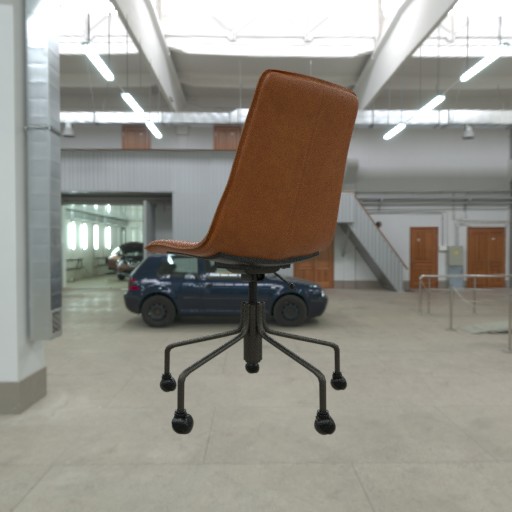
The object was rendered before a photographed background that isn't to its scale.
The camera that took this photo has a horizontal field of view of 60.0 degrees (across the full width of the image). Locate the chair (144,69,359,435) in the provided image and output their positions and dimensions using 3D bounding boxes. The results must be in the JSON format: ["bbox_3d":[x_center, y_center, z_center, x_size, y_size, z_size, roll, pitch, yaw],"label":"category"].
[{"bbox_3d":[0.000,0.000,1.387,0.651,0.920,0.660,-1,2,-36],"label":"chair"}]
